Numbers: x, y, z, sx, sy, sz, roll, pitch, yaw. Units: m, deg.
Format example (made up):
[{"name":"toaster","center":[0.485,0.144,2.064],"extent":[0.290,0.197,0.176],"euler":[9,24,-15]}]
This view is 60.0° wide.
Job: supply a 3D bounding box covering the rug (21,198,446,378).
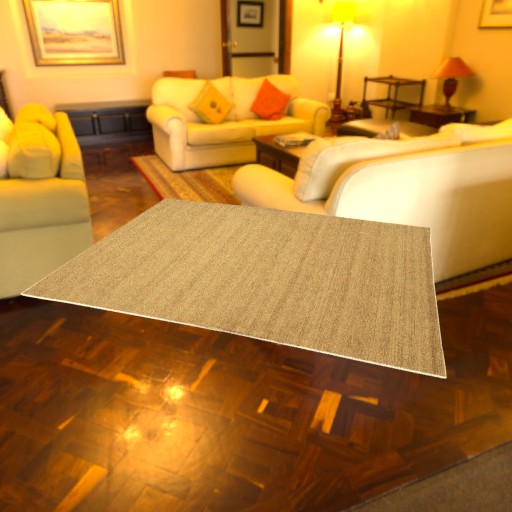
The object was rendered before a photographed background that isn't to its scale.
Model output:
[{"name":"rug","center":[0.000,0.000,4.154],"extent":[3.202,0.045,2.434],"euler":[8,28,16]}]
